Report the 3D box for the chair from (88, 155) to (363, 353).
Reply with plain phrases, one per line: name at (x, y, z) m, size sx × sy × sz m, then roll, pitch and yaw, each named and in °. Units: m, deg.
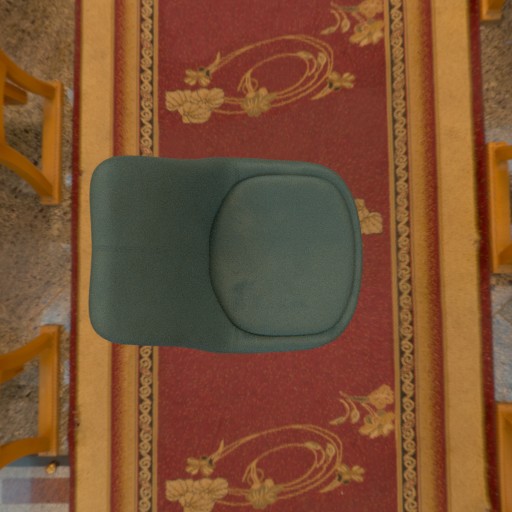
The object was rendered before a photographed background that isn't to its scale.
chair at (0.000, 0.000, 1.168) m, size 0.547 × 0.865 × 0.483 m, roll 0°, pitch 88°, yaw 2°
